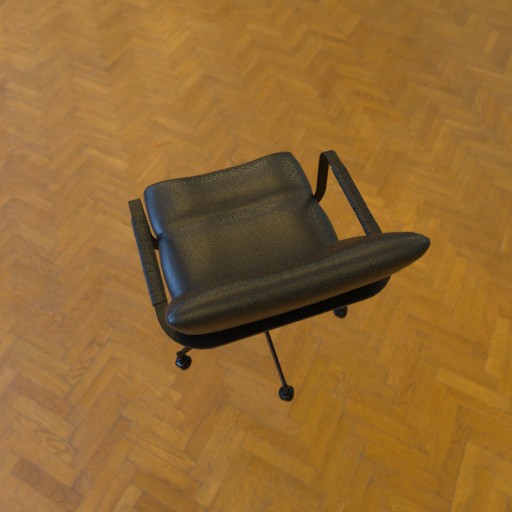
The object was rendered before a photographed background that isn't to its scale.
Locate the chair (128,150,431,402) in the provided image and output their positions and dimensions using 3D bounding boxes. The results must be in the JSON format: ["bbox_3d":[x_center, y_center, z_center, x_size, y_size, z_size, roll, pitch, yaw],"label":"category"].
[{"bbox_3d":[0.000,0.000,1.435,0.719,0.922,0.748,-16,59,-10],"label":"chair"}]
